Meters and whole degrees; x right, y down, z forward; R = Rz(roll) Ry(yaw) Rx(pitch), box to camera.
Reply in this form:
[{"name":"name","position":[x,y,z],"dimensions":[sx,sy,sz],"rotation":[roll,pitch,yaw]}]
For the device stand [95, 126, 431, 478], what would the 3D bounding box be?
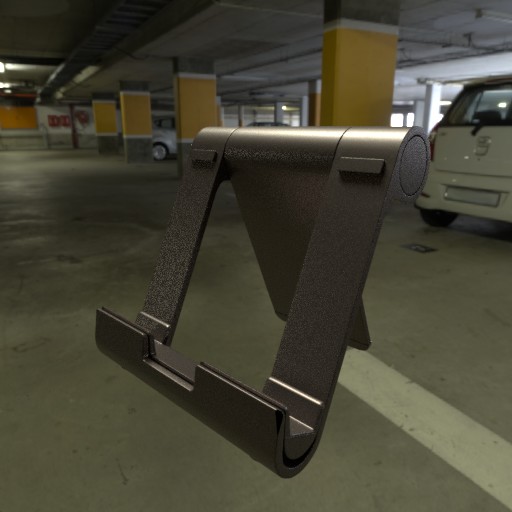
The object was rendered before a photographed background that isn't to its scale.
[{"name":"device stand","position":[0.000,0.000,0.149],"dimensions":[0.088,0.084,0.079],"rotation":[15,22,42]}]
